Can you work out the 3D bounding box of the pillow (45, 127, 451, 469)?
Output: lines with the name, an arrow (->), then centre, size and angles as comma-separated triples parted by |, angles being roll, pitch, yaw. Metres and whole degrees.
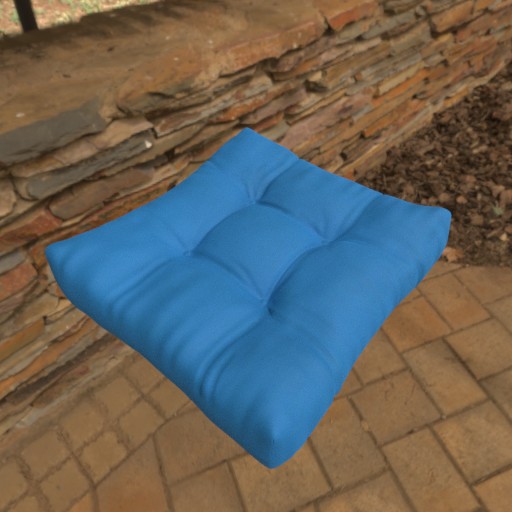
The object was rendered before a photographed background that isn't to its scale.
pillow -> 0.000, 0.000, 0.727 | 0.468, 0.128, 0.490 | 30, 53, 26
